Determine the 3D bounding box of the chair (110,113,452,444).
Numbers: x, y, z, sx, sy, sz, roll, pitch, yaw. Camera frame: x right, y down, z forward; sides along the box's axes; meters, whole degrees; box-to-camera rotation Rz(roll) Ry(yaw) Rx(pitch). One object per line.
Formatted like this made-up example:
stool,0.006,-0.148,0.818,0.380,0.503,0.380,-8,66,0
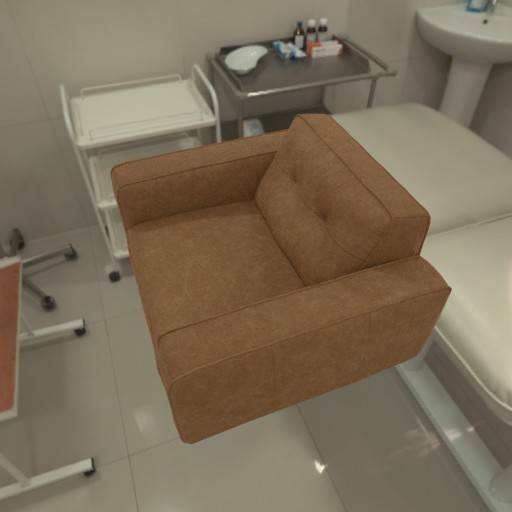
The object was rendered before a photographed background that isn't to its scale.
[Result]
chair,0.000,0.000,1.765,0.952,0.782,1.118,-15,47,-15
